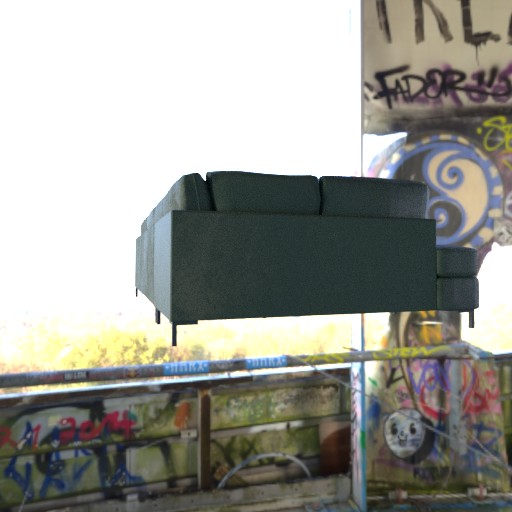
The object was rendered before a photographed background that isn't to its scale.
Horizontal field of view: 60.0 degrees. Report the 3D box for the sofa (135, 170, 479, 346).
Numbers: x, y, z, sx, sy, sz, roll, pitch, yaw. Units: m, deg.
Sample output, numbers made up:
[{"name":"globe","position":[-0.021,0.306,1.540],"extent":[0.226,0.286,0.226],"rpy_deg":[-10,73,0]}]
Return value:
[{"name":"sofa","position":[0.000,0.000,4.227],"extent":[2.048,0.996,3.384],"rpy_deg":[0,-1,-18]}]
